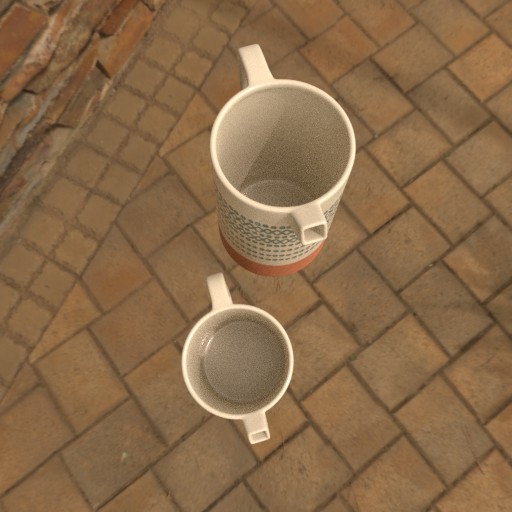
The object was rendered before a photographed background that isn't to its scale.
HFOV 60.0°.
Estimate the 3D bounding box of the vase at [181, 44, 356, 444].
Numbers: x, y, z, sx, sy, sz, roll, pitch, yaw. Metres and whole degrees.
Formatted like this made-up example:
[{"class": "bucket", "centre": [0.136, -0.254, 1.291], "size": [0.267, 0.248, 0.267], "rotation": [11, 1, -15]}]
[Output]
[{"class": "vase", "centre": [0.000, 0.000, 0.468], "size": [0.168, 0.247, 0.326], "rotation": [23, 78, 5]}]
